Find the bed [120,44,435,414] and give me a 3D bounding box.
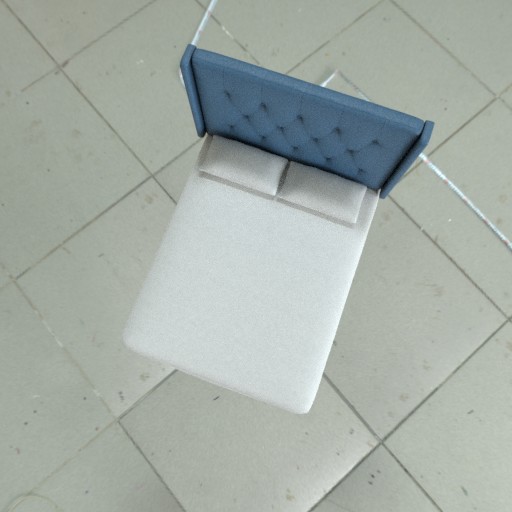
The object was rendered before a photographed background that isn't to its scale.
[{"bbox_3d":[0.000,0.000,3.450,1.719,1.665,2.078,20,78,5],"label":"bed"}]
